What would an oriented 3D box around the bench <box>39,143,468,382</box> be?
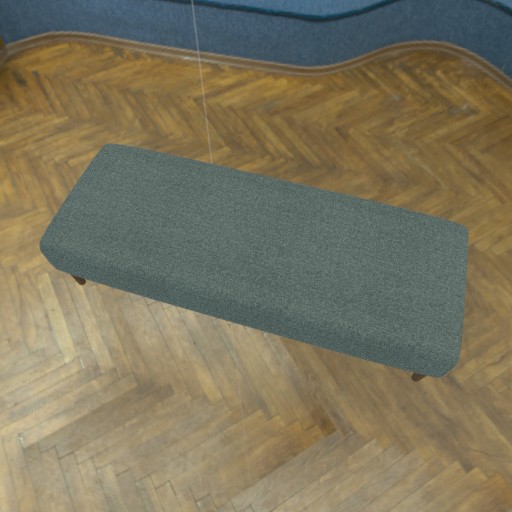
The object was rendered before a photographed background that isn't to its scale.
[{"bbox_3d":[0.000,0.000,1.869,1.598,0.384,0.631,15,60,9],"label":"bench"}]
